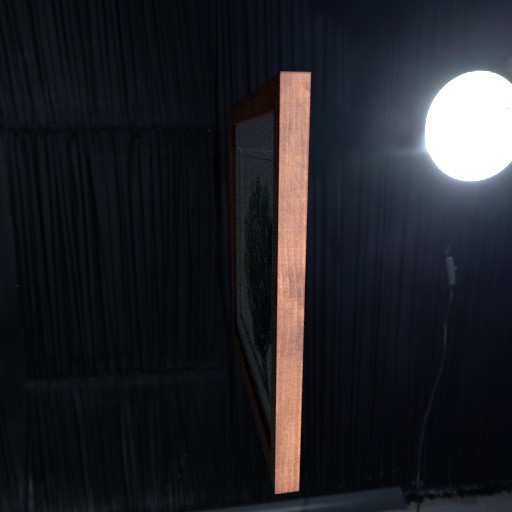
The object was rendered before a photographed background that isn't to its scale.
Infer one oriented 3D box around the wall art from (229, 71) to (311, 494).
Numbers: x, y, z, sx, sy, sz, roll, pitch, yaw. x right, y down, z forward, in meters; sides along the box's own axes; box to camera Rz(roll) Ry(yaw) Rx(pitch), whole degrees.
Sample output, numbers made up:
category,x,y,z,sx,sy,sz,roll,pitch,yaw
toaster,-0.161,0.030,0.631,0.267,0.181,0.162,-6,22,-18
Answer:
category,x,y,z,sx,sy,sz,roll,pitch,yaw
wall art,0.000,0.000,0.840,0.037,0.572,0.554,-2,14,-9
